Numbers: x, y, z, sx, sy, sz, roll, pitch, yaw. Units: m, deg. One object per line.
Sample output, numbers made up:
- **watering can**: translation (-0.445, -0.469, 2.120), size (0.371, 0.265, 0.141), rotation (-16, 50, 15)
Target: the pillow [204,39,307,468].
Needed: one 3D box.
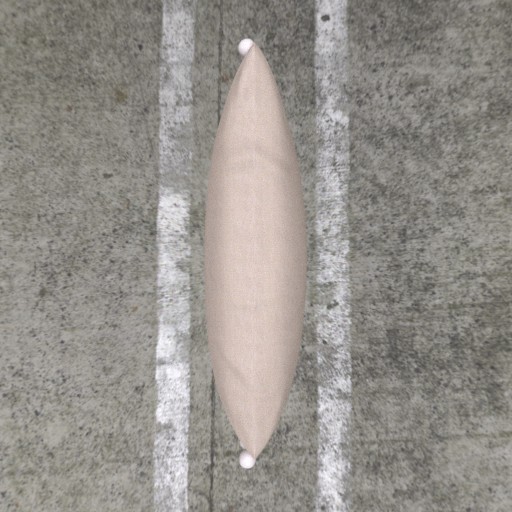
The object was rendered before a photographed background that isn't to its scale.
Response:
- **pillow**: translation (0.000, 0.000, 0.845), size (0.201, 0.322, 0.709), rotation (0, 89, 0)
